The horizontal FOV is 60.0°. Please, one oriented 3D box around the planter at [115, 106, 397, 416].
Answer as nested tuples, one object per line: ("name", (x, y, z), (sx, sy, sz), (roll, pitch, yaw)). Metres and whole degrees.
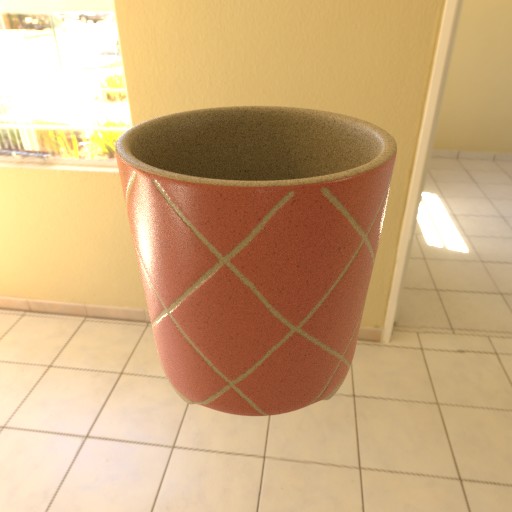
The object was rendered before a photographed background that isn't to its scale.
("planter", (0.000, 0.000, 0.428), (0.227, 0.235, 0.227), (0, 31, 0))
